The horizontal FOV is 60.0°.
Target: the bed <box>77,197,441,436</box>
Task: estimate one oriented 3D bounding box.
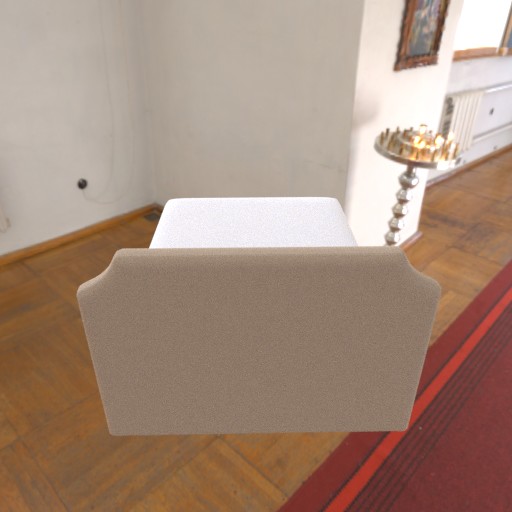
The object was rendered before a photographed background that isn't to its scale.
[{"bbox_3d":[0.000,0.000,3.330,1.828,1.301,2.204,-1,31,-1],"label":"bed"}]
